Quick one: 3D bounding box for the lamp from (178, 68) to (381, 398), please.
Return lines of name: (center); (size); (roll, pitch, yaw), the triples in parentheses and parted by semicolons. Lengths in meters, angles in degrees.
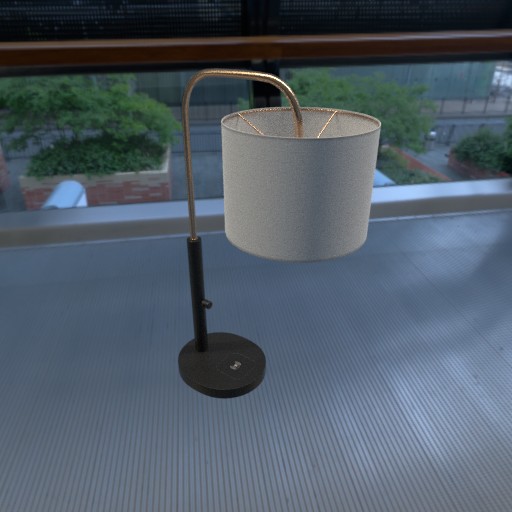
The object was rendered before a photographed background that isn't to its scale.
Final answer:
lamp: (0.000, 0.000, 0.698); (0.337, 0.540, 0.199); (19, 33, 31)
